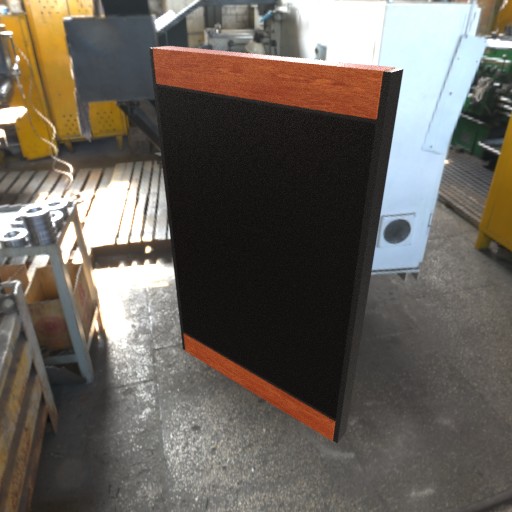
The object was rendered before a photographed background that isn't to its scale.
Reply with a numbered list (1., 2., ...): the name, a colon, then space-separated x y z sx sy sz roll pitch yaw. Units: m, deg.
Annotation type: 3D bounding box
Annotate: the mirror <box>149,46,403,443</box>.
1. mirror: 0.000 0.000 0.995 0.525 0.823 0.047 22 37 32
